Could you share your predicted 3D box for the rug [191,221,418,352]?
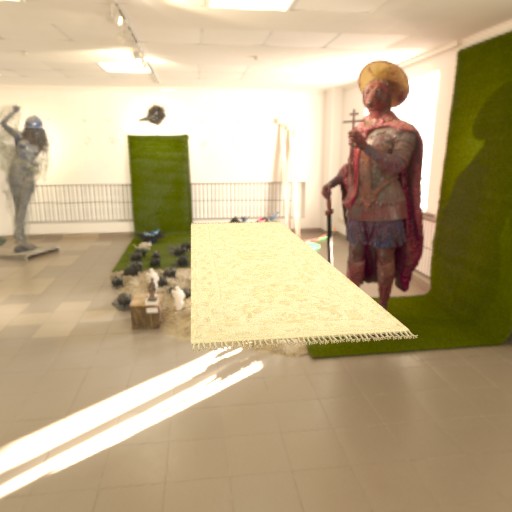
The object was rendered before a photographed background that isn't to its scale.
[{"bbox_3d":[0.000,0.000,2.736,0.795,0.015,2.544,-2,14,-8],"label":"rug"}]
